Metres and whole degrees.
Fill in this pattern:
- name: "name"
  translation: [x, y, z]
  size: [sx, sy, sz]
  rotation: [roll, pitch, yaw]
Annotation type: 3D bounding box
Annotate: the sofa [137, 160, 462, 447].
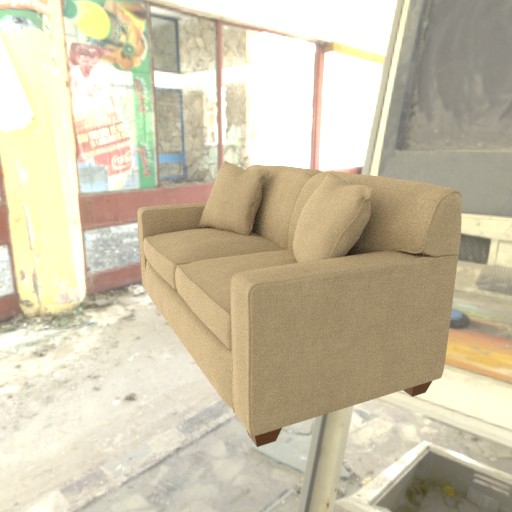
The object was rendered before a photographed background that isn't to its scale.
- name: "sofa"
  translation: [0.000, 0.000, 2.447]
  size: [0.998, 0.958, 1.846]
  rotation: [-7, 17, -25]
